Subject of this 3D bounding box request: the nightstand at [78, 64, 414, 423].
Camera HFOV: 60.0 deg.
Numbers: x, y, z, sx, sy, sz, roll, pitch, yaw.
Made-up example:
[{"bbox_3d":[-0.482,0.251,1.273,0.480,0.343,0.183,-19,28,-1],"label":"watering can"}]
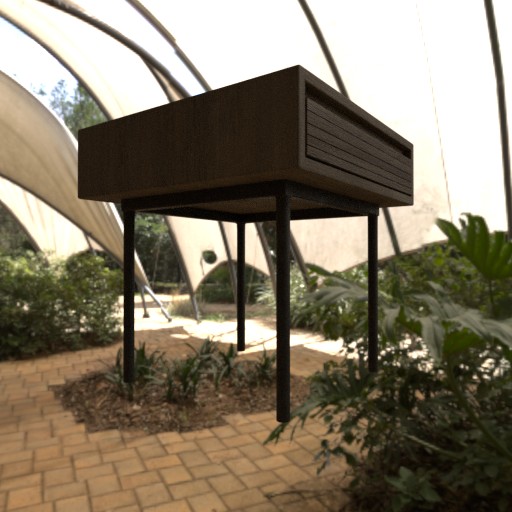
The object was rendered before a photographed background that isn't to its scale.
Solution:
[{"bbox_3d":[0.000,0.000,0.924,0.503,0.497,0.502,0,-1,36],"label":"nightstand"}]
